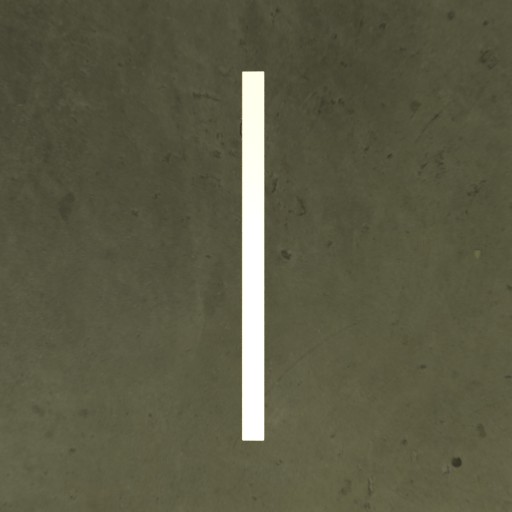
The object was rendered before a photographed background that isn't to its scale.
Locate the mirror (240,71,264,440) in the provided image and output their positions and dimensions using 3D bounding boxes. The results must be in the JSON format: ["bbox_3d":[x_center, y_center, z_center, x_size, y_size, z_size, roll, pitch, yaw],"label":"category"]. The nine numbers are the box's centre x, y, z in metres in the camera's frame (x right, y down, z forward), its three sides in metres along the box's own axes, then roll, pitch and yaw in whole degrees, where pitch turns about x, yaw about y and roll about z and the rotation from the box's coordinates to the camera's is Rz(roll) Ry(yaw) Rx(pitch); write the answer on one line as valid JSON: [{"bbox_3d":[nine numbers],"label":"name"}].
[{"bbox_3d":[0.000,0.000,1.189,0.041,0.914,0.609,0,90,1],"label":"mirror"}]
